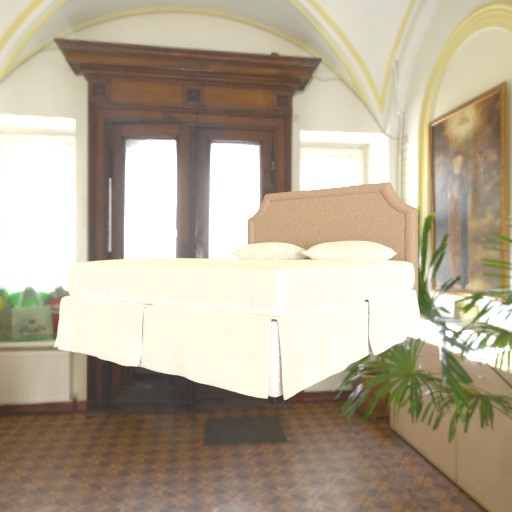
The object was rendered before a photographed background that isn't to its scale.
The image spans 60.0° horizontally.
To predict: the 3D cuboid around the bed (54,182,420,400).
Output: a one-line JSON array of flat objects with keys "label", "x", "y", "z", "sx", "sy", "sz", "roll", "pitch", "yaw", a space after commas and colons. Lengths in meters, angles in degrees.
[{"label": "bed", "x": 0.000, "y": 0.000, "z": 4.175, "sx": 2.350, "sy": 1.590, "sz": 2.773, "roll": 0, "pitch": 0, "yaw": 36}]
